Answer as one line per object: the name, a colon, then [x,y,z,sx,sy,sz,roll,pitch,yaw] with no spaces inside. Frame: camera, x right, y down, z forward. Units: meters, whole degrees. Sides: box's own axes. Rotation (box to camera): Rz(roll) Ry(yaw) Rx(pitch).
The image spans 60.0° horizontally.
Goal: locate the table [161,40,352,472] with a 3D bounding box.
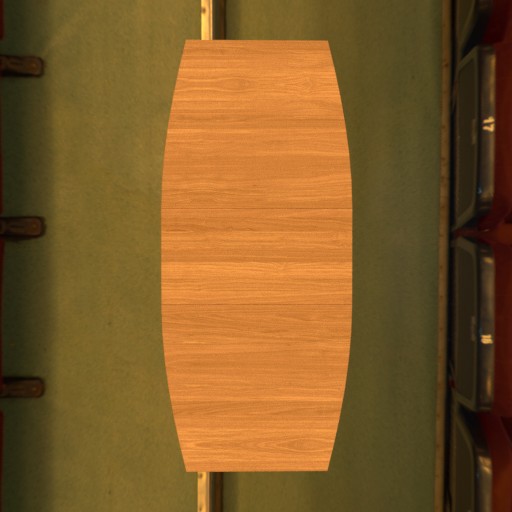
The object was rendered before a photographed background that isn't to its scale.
table: [0.000,0.000,2.463,0.900,0.750,2.032,0,90,-1]
